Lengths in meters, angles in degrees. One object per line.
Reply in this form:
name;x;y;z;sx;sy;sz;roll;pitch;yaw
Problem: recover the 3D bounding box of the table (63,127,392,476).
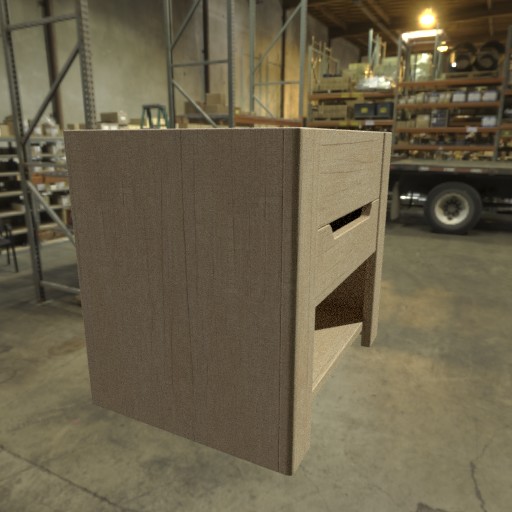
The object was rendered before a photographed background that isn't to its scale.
table;0.000;0.000;0.943;0.420;0.510;0.570;8;17;27
